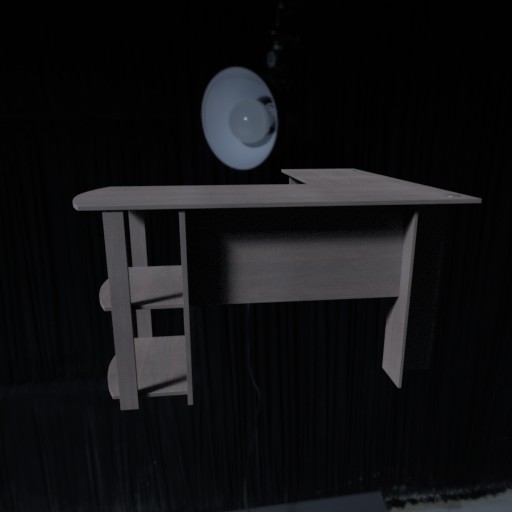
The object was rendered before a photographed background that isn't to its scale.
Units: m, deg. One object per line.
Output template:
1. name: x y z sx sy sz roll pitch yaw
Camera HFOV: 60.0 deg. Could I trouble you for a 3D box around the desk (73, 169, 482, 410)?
1. desk: 0.000 0.000 2.119 1.361 0.716 1.303 -2 16 -7
